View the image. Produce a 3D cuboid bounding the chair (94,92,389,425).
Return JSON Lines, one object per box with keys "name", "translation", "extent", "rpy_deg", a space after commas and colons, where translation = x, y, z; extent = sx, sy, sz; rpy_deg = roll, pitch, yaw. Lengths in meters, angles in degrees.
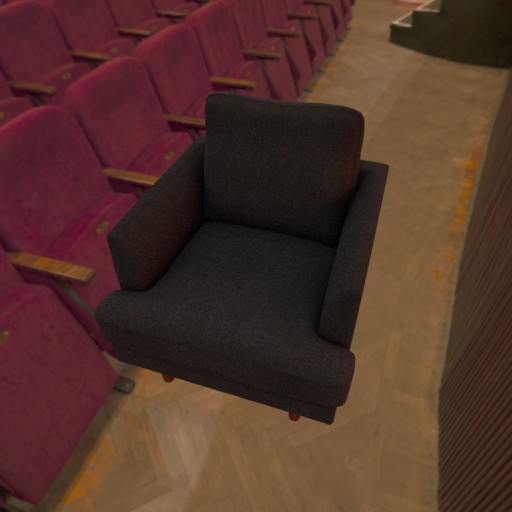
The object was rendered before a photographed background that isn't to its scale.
{"name": "chair", "translation": [0.000, 0.000, 1.657], "extent": [0.858, 0.957, 0.899], "rpy_deg": [12, 43, 14]}
